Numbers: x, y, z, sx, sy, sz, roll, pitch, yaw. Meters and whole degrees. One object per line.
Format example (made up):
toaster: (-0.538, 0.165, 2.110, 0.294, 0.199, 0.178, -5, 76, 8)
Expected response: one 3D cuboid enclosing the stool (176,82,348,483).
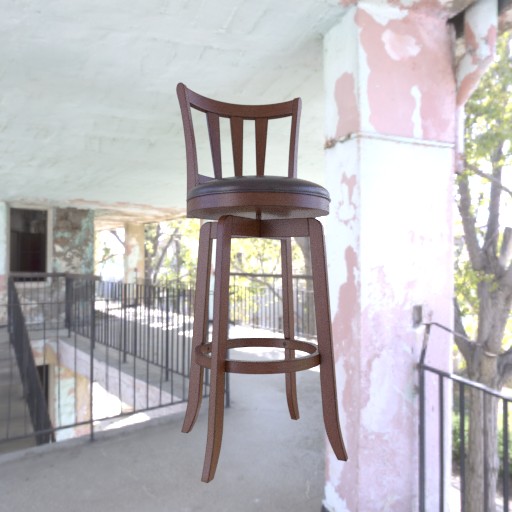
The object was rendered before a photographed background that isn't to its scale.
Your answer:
stool: (0.000, 0.000, 1.416, 0.464, 1.177, 0.503, 0, -1, -18)
